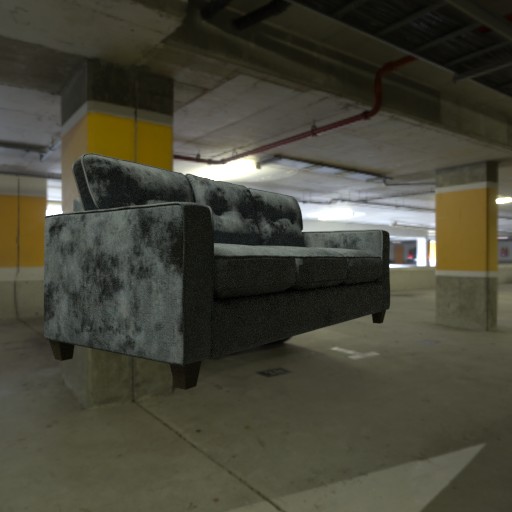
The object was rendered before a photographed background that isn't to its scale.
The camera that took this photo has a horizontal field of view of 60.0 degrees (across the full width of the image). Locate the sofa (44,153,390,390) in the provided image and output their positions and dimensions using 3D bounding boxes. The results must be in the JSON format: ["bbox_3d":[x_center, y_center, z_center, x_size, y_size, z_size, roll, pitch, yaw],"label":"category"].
[{"bbox_3d":[0.000,0.000,2.639,0.939,0.965,2.133,0,0,36],"label":"sofa"}]
